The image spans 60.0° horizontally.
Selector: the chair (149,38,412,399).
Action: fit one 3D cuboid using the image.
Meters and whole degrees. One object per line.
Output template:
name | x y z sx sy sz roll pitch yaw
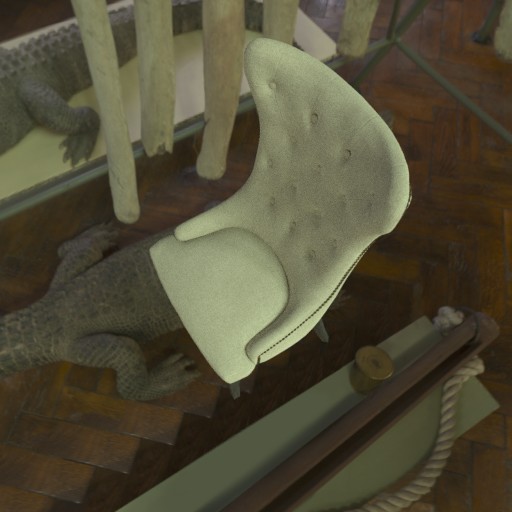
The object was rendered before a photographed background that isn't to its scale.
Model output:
chair | 0.000 0.000 1.394 0.590 1.065 0.584 -29 67 -14
